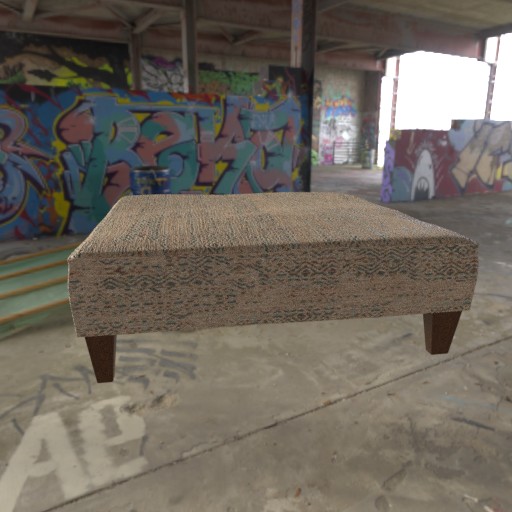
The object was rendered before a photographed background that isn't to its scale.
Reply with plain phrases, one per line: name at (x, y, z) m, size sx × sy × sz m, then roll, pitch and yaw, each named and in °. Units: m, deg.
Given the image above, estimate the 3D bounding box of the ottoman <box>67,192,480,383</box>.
ottoman at (0.000, 0.000, 1.527) m, size 1.004 × 0.356 × 0.968 m, roll -3°, pitch 15°, yaw -9°
